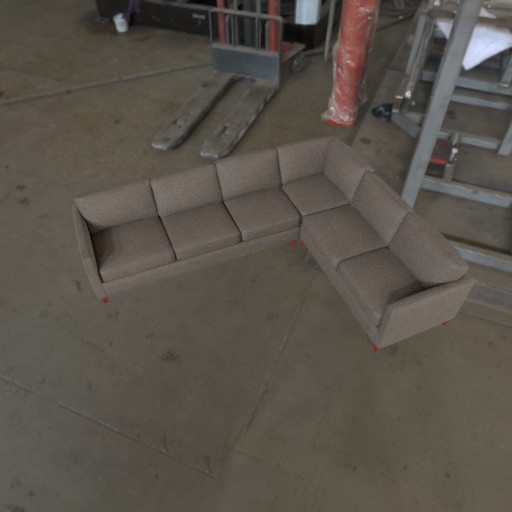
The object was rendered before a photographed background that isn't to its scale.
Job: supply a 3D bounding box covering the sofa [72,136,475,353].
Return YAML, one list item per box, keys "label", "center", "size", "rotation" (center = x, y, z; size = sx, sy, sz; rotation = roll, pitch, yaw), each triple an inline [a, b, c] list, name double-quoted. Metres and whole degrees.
- label: "sofa"
  center: [0.000, 0.000, 4.558]
  size: [3.302, 0.947, 2.593]
  rotation: [-17, 49, -15]
